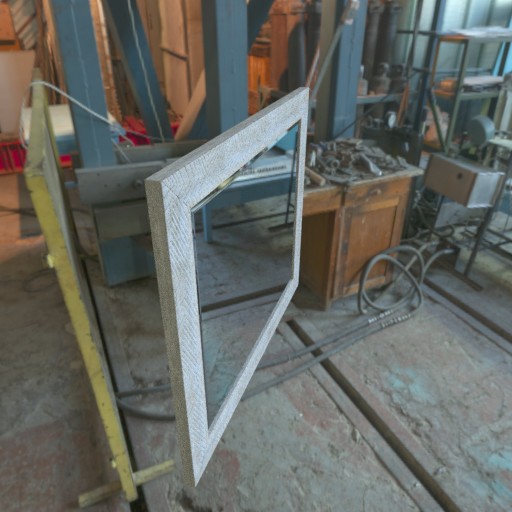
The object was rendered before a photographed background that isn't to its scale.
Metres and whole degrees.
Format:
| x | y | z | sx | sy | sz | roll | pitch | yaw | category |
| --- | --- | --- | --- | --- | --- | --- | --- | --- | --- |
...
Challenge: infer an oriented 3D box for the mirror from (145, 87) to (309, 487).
| x | y | z | sx | sy | sz | roll | pitch | yaw | category |
| --- | --- | --- | --- | --- | --- | --- | --- | --- | --- |
| 0.000 | 0.000 | 1.122 | 0.028 | 0.689 | 0.839 | 10 | 31 | 17 | mirror |
